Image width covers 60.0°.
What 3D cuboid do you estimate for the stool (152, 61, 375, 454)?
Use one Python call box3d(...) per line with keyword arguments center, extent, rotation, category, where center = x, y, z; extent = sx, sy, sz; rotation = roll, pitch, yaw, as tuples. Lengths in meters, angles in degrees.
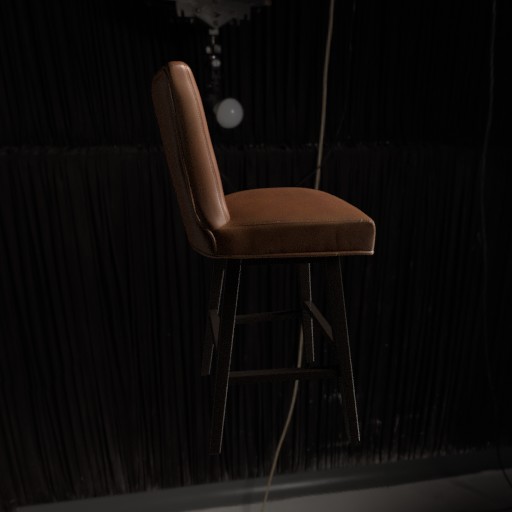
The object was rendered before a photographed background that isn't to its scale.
box3d(center=(0.000, 0.000, 1.425), extent=(0.585, 1.094, 0.522), rotation=(-3, 17, -10), category="stool")
